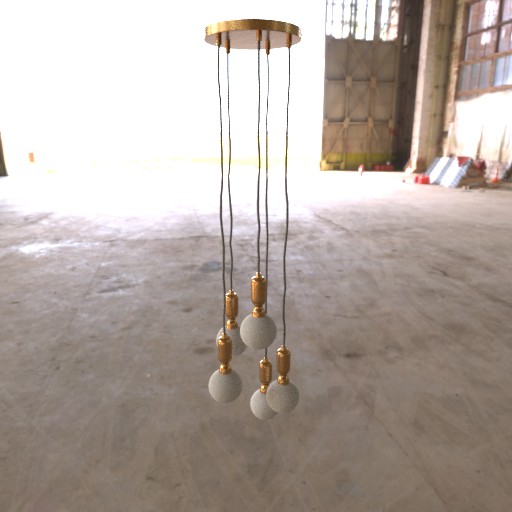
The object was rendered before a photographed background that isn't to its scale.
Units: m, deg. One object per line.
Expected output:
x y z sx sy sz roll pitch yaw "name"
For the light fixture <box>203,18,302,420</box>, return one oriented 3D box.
0.000 0.000 0.493 0.105 0.457 0.108 2 15 8 "light fixture"
